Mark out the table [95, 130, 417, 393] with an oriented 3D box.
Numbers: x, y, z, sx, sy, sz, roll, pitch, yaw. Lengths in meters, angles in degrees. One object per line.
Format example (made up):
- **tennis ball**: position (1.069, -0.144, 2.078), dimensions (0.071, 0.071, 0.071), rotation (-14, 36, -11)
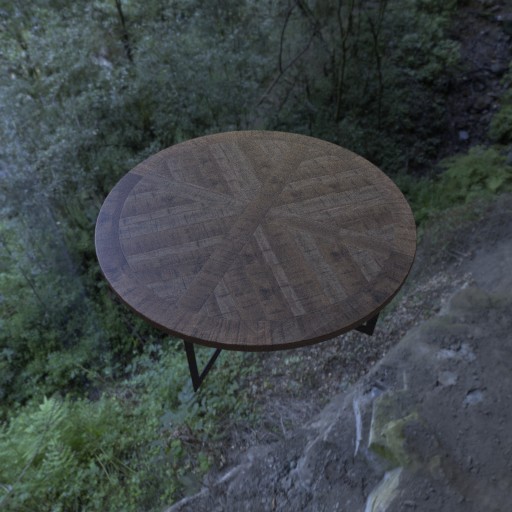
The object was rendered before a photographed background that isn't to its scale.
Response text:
- **table**: position (0.000, 0.000, 1.973), dimensions (1.264, 0.516, 1.264), rotation (0, 46, 0)
